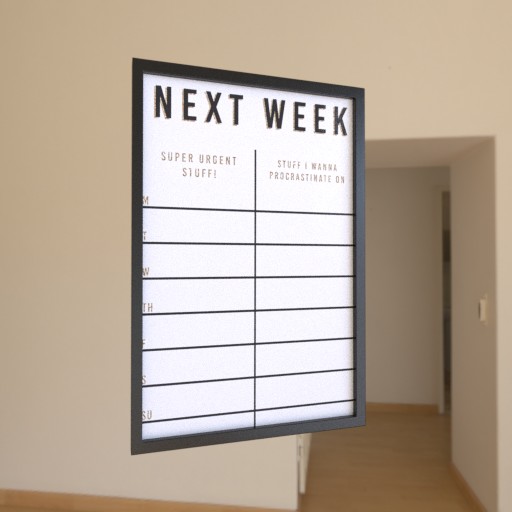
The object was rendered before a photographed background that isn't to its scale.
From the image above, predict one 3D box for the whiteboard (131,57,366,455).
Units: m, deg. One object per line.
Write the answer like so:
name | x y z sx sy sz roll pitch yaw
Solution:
whiteboard | 0.000 0.000 0.750 0.406 0.611 0.026 0 -1 -18
